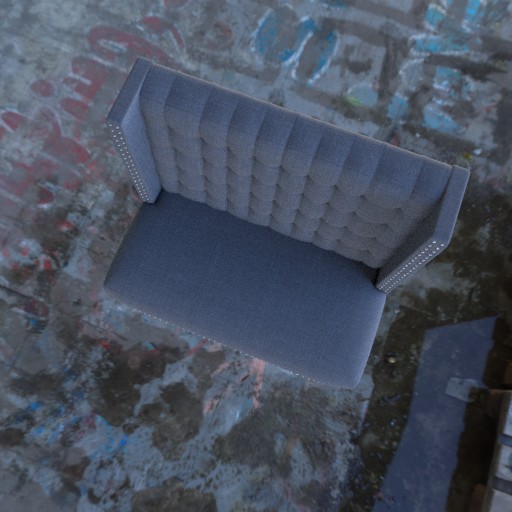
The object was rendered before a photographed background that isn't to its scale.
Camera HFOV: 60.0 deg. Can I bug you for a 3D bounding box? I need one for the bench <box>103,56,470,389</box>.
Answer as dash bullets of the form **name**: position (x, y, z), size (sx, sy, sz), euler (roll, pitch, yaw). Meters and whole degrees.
- **bench**: position (0.000, 0.000, 2.009), size (1.276, 1.121, 0.842), euler (21, 77, 5)
